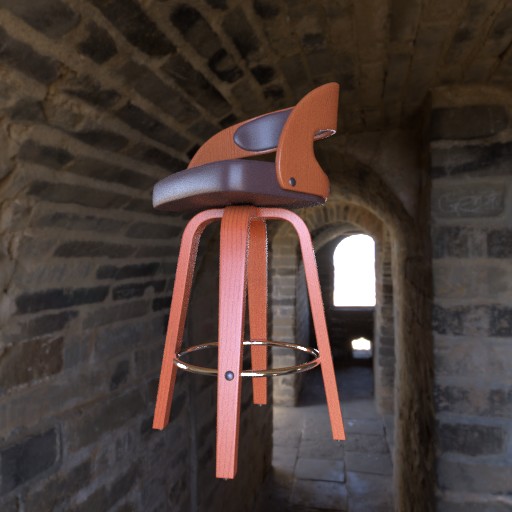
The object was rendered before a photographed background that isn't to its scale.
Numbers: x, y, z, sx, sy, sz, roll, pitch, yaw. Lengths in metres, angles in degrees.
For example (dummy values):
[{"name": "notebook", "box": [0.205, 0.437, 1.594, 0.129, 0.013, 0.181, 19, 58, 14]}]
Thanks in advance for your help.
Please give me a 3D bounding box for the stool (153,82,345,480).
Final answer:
[{"name": "stool", "box": [0.000, 0.000, 1.189, 0.457, 0.940, 0.457, 0, -1, -36]}]
